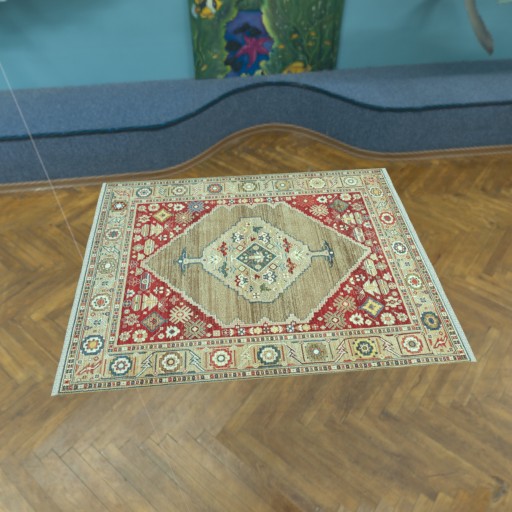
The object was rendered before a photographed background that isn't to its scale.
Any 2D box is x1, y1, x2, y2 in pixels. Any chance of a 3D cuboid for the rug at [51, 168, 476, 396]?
[{"bbox_3d":[0.000,0.000,4.069,3.143,0.008,2.451,-4,47,-3],"label":"rug"}]
